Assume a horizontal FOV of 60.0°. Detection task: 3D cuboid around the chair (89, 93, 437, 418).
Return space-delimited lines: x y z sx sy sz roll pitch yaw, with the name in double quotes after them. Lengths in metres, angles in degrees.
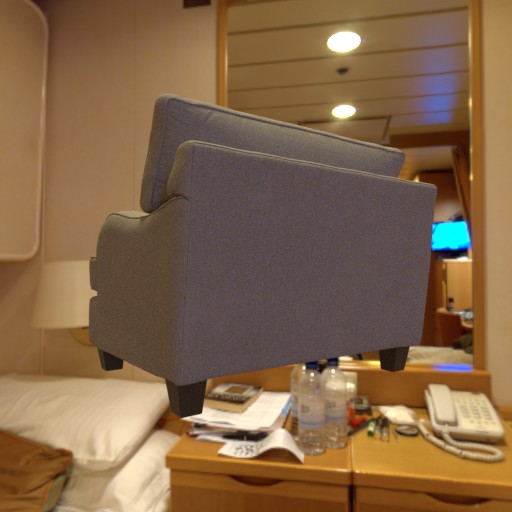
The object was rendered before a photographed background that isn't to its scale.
0.000 0.000 1.974 1.220 1.016 1.041 1 -2 -35 "chair"
